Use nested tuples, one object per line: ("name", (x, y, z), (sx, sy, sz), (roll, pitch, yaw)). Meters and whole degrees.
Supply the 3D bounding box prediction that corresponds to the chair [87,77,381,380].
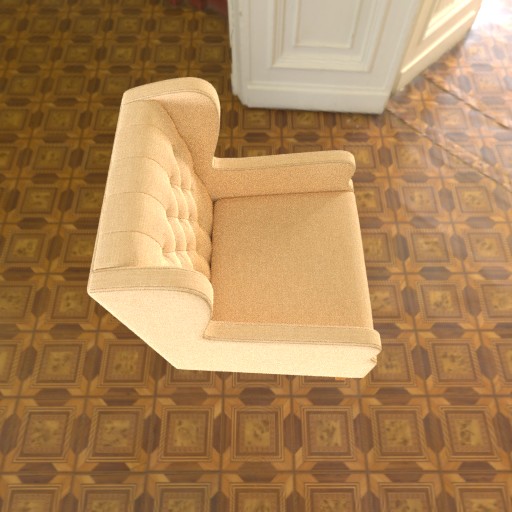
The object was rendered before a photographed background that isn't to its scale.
("chair", (0.000, 0.000, 1.492), (0.760, 0.930, 0.710), (-1, 62, 0))
